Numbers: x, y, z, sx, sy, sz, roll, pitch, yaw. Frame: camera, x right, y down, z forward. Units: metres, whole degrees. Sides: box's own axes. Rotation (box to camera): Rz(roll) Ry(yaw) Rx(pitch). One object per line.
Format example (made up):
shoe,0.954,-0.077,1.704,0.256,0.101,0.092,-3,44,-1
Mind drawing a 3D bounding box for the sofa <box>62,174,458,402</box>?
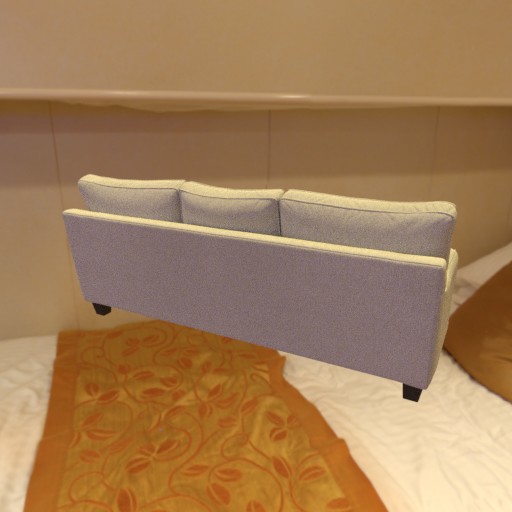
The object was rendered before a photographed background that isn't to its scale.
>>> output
sofa,0.000,0.000,2.834,2.323,0.991,1.016,9,20,26
